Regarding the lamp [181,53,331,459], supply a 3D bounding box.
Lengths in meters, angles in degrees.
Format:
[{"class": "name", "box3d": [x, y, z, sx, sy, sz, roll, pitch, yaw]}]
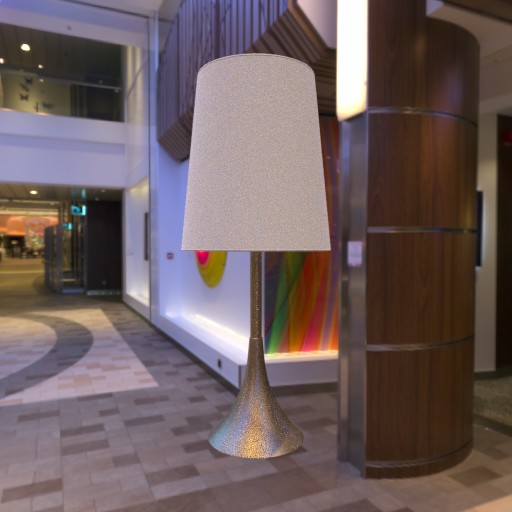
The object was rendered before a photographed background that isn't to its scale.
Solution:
[{"class": "lamp", "box3d": [0.000, 0.000, 0.694, 0.231, 0.569, 0.231, 0, 1, 0]}]
